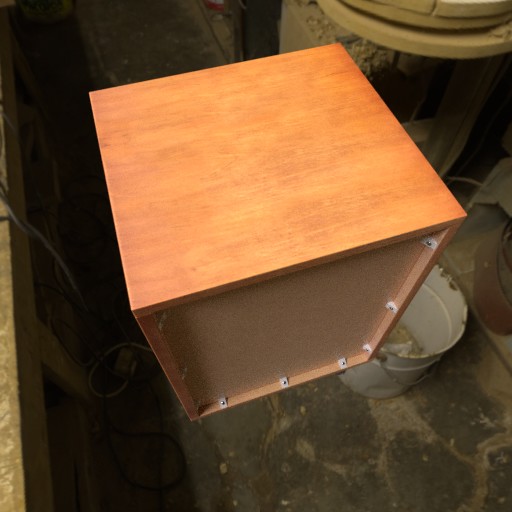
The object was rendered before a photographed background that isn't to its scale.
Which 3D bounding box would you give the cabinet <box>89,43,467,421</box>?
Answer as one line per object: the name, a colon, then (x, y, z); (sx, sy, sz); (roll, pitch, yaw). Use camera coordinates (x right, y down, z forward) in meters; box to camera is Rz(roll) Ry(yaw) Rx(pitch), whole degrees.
cabinet: (0.000, 0.000, 0.849); (0.409, 0.579, 0.401); (-15, 59, -10)
